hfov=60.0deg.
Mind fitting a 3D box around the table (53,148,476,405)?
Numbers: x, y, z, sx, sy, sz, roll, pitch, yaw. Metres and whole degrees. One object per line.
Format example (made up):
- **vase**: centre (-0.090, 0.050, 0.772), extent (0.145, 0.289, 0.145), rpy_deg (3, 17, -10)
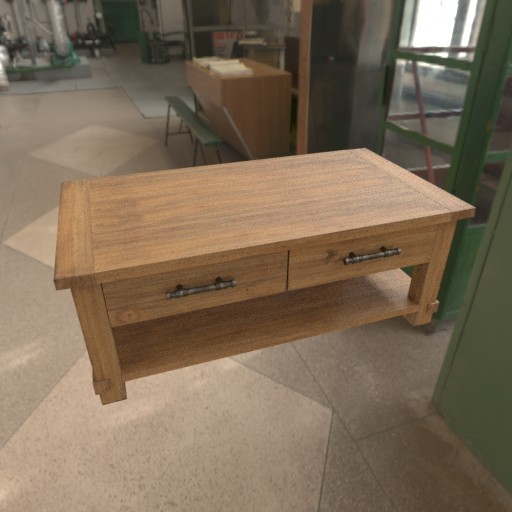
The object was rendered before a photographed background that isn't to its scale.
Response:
- **table**: centre (0.000, 0.000, 1.646), extent (1.270, 0.494, 0.693), rpy_deg (-10, 32, -16)
